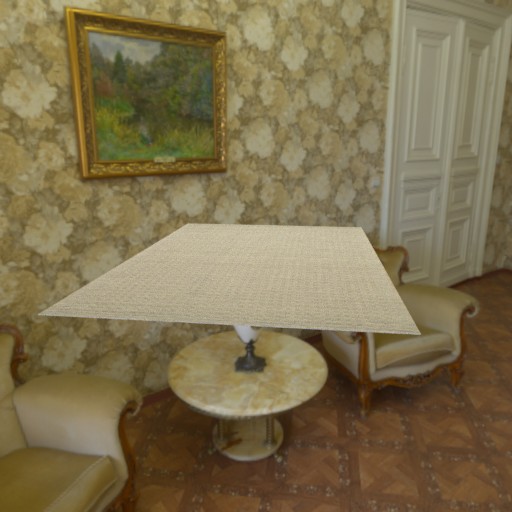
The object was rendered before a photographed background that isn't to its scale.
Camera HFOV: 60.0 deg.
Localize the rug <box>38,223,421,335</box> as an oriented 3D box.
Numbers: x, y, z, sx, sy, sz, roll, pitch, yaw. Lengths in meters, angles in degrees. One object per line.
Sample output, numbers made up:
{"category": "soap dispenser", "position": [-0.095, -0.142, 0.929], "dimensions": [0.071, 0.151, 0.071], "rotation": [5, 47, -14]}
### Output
{"category": "rug", "position": [0.000, 0.000, 3.650], "dimensions": [1.981, 0.006, 2.895], "rotation": [2, 14, 7]}
